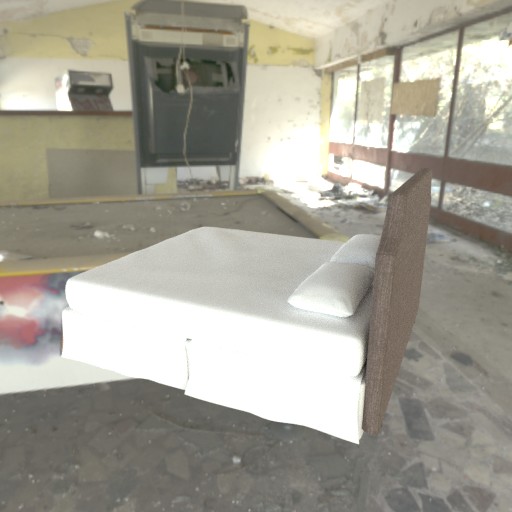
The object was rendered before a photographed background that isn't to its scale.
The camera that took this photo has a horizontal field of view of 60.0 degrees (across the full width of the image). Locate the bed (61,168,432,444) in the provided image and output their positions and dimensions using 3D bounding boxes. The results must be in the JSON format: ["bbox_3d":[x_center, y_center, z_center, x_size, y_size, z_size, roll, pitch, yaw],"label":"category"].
[{"bbox_3d":[0.000,0.000,4.121,2.773,1.590,2.350,8,19,24],"label":"bed"}]
